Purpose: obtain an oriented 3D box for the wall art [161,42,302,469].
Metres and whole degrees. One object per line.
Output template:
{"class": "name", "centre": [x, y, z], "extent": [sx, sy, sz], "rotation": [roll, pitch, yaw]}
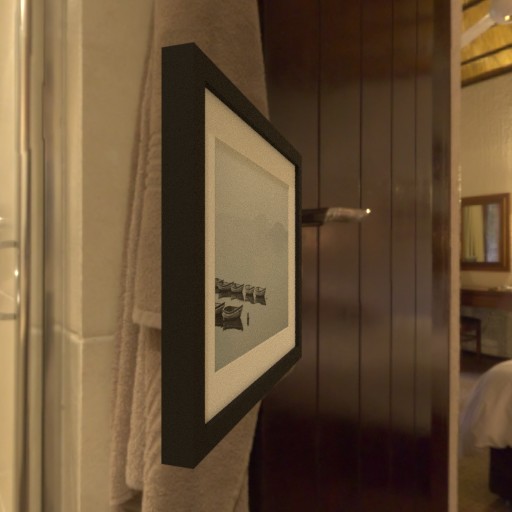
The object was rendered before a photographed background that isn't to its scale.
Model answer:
{"class": "wall art", "centre": [0.000, 0.000, 0.530], "extent": [0.028, 0.325, 0.397], "rotation": [0, 0, 18]}
